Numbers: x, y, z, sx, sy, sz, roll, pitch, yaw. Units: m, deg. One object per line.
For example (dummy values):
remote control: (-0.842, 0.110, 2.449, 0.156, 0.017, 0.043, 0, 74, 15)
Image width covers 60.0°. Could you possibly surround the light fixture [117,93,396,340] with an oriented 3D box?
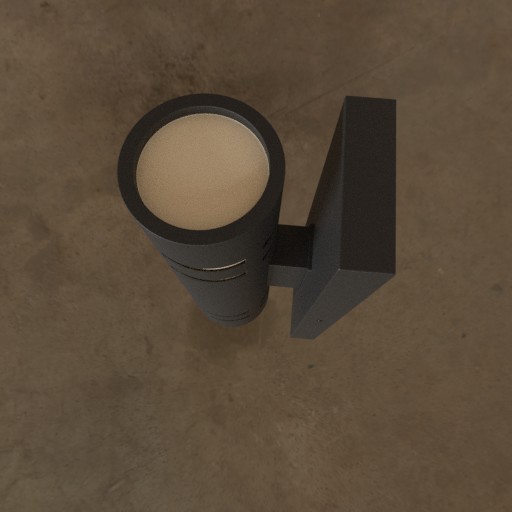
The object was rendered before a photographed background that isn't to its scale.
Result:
light fixture: (0.000, 0.000, 0.396, 0.149, 0.330, 0.105, 5, 74, 1)
